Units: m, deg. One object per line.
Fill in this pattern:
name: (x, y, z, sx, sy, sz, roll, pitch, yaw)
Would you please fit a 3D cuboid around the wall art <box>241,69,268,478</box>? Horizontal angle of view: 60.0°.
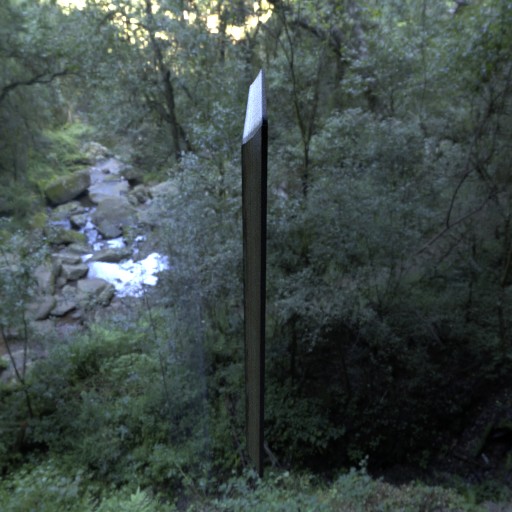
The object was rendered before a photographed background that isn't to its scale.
wall art: (0.000, 0.000, 0.639, 0.023, 0.457, 0.381, 0, 29, 0)
